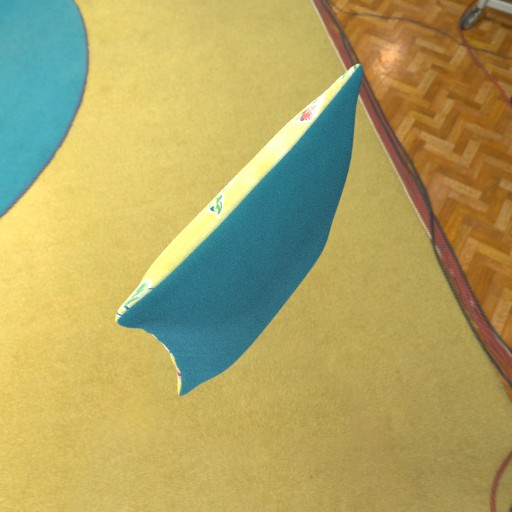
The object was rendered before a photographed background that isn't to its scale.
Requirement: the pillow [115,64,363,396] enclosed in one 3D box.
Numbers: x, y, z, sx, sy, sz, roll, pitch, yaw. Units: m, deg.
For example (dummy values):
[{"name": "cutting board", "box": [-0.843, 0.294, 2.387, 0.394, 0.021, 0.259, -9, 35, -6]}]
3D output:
[{"name": "pillow", "box": [0.000, 0.000, 0.813, 0.166, 0.508, 0.525, 34, 68, 16]}]
